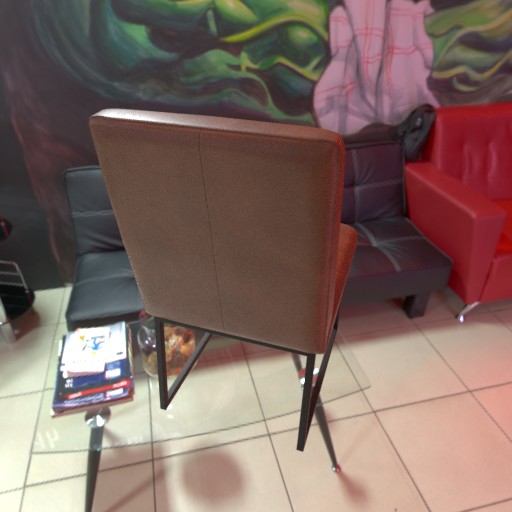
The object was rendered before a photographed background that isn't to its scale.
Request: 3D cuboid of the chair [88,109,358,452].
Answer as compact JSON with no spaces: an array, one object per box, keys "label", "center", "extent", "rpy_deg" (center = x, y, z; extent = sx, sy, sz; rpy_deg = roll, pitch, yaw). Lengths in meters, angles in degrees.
[{"label":"chair","center":[0.000,0.000,1.291],"extent":[0.520,0.930,0.634],"rpy_deg":[10,34,16]}]
